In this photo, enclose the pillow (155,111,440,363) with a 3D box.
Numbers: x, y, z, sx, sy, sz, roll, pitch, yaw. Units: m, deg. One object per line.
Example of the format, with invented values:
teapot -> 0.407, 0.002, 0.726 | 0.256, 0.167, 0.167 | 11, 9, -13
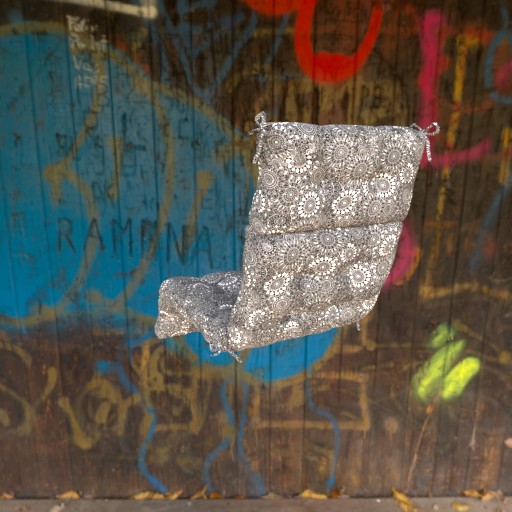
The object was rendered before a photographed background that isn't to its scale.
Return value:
pillow -> 0.000, 0.000, 1.515 | 0.526, 0.863, 1.016 | -7, 15, -28
